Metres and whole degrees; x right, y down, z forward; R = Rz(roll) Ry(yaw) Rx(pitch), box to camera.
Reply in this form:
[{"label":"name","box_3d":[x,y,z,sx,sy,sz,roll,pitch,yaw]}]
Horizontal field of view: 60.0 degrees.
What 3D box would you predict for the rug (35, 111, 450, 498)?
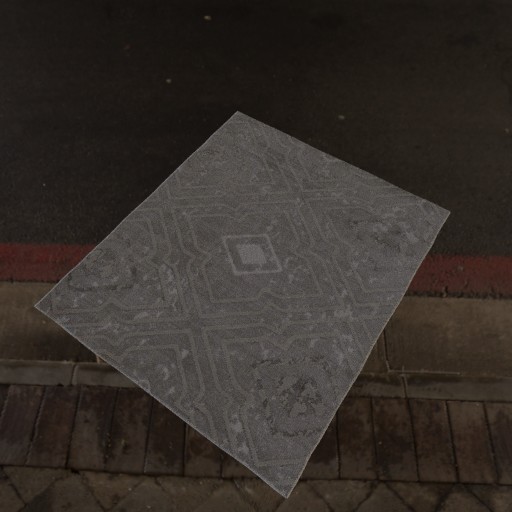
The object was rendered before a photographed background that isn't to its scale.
[{"label":"rug","box_3d":[0.000,0.000,0.867,0.548,0.006,0.639,30,63,17]}]
